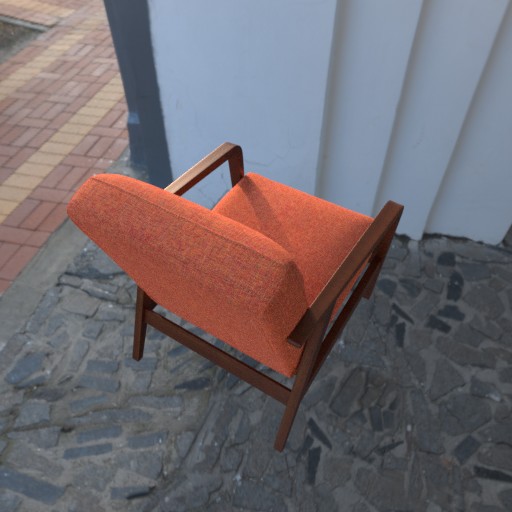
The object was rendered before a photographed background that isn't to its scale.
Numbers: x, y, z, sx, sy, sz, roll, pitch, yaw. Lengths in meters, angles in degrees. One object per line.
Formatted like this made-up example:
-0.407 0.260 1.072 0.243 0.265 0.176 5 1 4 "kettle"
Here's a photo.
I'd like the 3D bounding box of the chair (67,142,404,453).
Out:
0.000 0.000 1.504 0.719 0.890 0.860 25 52 21 "chair"
